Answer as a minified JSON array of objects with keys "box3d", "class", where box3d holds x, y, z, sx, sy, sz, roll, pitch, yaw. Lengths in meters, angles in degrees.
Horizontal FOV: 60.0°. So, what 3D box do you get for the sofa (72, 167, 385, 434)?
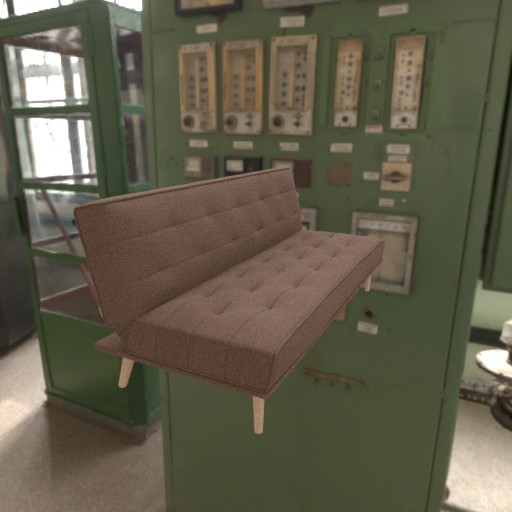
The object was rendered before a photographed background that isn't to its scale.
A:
[{"box3d":[0.000,0.000,2.387,1.038,0.810,1.820,8,18,26],"class":"sofa"}]
